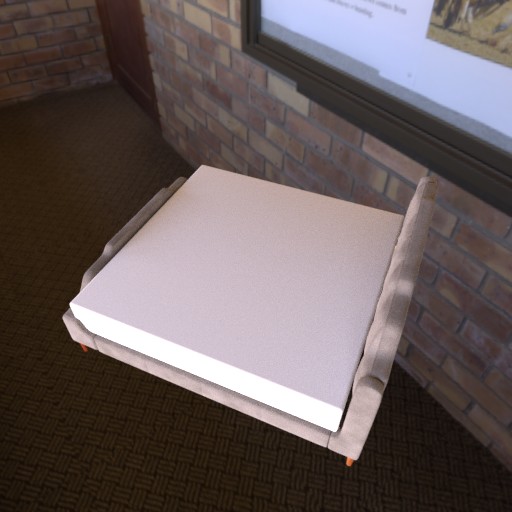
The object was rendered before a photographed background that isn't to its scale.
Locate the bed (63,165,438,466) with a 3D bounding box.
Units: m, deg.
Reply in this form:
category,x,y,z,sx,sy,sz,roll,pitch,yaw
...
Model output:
category,x,y,z,sx,sy,sz,roll,pitch,yaw
bed,0.000,0.000,3.541,2.340,1.245,2.074,17,47,17
